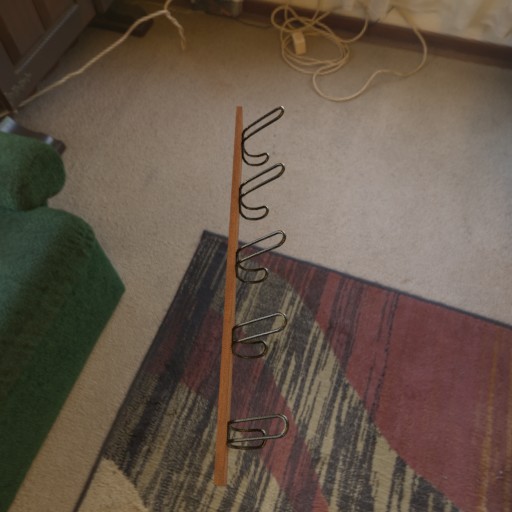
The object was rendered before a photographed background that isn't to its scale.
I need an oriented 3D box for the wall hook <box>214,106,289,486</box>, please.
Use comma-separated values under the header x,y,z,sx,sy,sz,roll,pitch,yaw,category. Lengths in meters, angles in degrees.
x,y,z,sx,sy,sz,roll,pitch,yaw,category
0.000,0.000,0.603,0.076,0.116,0.554,1,60,1,wall hook
